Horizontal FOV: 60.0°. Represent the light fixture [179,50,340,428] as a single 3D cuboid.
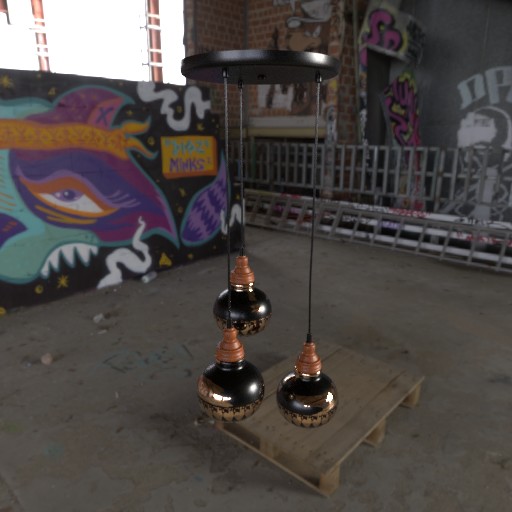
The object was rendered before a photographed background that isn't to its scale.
[{"bbox_3d":[0.000,0.000,1.766,0.608,1.410,0.605,-8,17,-27],"label":"light fixture"}]
